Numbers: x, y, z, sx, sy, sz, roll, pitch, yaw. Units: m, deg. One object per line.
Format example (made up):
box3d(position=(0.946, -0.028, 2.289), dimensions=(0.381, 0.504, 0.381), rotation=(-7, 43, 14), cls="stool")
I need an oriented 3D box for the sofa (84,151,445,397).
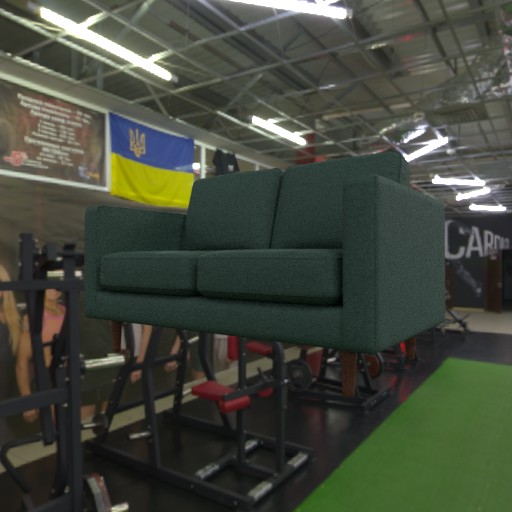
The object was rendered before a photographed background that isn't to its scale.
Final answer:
box3d(position=(0.000, 0.000, 2.018), dimensions=(1.430, 0.899, 0.879), rotation=(0, -1, 36), cls="sofa")
